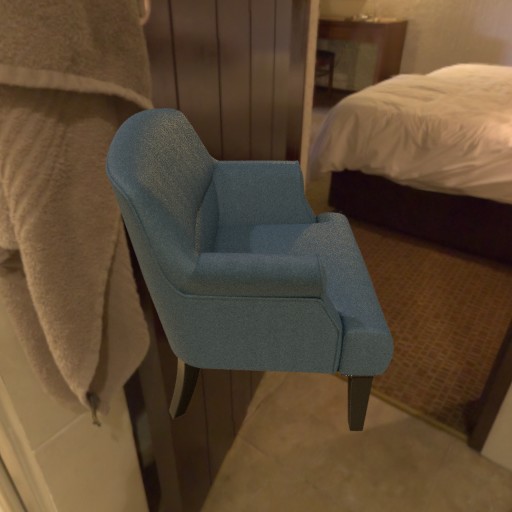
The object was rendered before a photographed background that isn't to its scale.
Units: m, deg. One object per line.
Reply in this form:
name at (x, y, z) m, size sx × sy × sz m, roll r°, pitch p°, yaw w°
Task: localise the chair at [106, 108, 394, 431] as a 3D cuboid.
chair at (0.000, 0.000, 1.454) m, size 0.754 × 0.878 × 0.770 m, roll 0°, pitch 32°, yaw 0°
